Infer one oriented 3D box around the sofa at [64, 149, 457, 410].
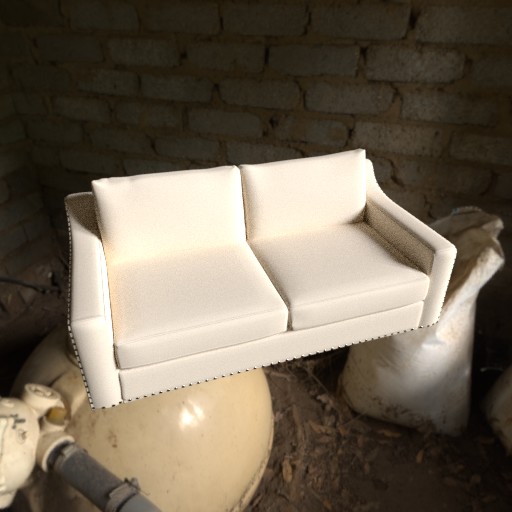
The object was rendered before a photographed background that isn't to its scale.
[{"bbox_3d":[0.000,0.000,2.341,1.812,0.830,0.949,-10,33,-16],"label":"sofa"}]
